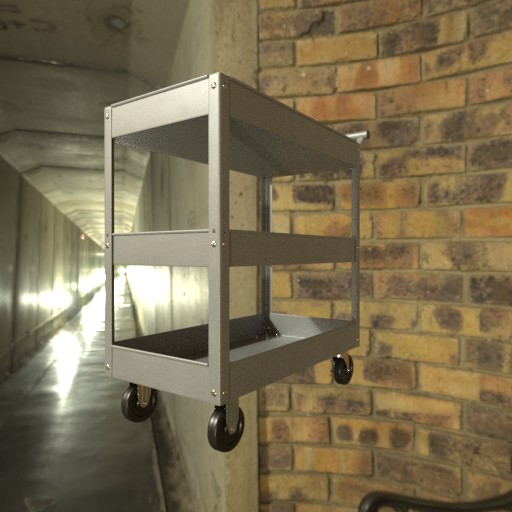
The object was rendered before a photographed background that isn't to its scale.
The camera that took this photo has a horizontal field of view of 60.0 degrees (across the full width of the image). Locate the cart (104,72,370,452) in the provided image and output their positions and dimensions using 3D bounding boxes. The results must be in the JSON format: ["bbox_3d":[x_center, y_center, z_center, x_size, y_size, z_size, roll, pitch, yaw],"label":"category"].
[{"bbox_3d":[0.000,0.000,1.208,0.366,0.780,0.719,0,0,36],"label":"cart"}]
